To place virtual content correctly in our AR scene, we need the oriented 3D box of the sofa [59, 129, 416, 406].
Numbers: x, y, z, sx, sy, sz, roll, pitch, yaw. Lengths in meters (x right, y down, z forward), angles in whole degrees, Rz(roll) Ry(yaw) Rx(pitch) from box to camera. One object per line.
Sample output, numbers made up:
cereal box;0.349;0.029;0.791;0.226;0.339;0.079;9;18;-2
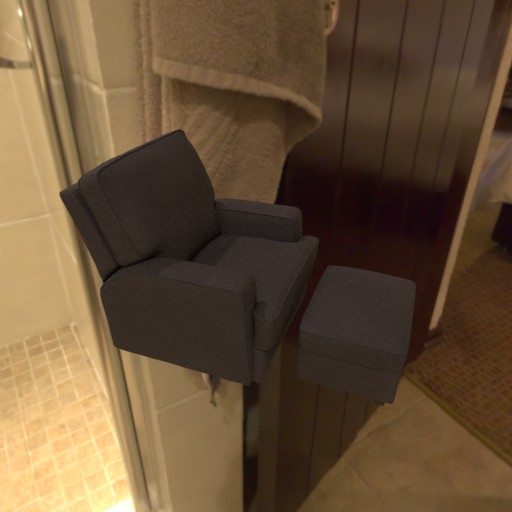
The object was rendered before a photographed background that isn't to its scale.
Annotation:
sofa;0.000;0.000;2.089;1.472;0.959;0.861;11;33;18
